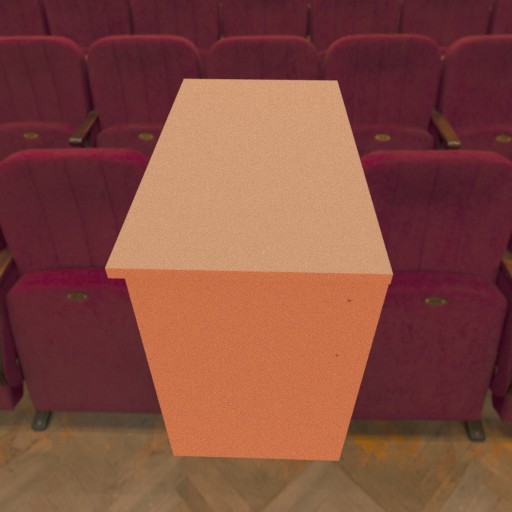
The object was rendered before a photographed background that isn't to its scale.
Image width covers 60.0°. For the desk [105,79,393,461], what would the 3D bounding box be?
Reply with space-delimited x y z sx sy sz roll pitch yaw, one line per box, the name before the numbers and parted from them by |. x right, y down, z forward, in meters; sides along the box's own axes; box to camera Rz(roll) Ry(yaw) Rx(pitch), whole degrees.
desk | 0.000 0.000 1.342 0.498 0.729 0.900 1 42 1
